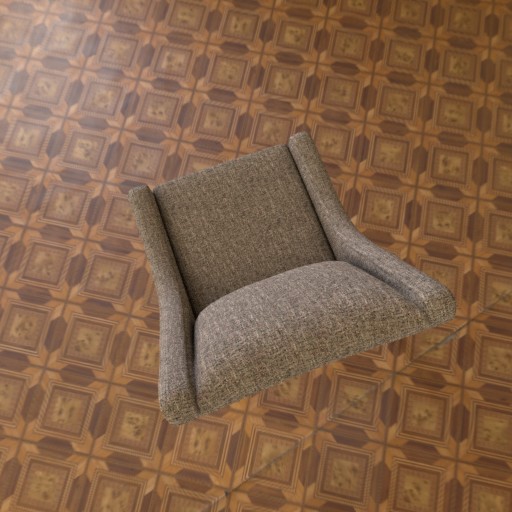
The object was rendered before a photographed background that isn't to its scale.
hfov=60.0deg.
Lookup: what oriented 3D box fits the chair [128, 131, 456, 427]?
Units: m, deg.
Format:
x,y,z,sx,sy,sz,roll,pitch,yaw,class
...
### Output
x,y,z,sx,sy,sz,roll,pitch,yaw,class
0.000,0.000,1.615,0.774,1.014,0.870,-20,76,-5,chair
